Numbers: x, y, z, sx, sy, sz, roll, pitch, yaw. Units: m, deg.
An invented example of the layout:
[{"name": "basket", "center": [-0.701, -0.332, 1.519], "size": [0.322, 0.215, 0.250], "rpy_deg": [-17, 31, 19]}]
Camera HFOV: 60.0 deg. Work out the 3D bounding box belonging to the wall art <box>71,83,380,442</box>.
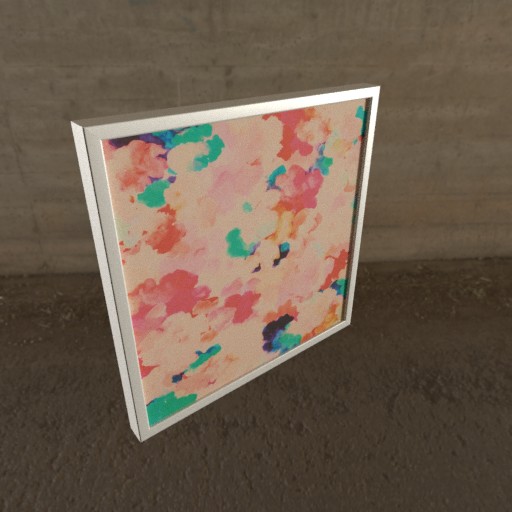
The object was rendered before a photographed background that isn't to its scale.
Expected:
[{"name": "wall art", "center": [0.000, 0.000, 0.750], "size": [0.506, 0.505, 0.038], "rpy_deg": [-21, 35, -33]}]
